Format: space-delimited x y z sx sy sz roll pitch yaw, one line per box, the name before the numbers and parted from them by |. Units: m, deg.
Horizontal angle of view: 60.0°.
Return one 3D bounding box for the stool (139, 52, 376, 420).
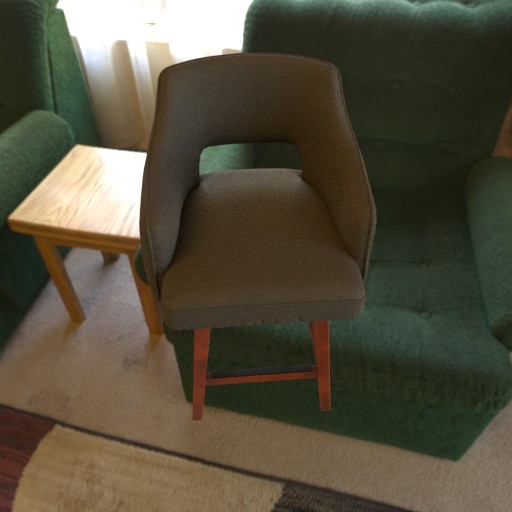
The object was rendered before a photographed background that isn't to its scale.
stool | 0.000 0.000 1.242 0.548 0.912 0.558 -3 45 -3
